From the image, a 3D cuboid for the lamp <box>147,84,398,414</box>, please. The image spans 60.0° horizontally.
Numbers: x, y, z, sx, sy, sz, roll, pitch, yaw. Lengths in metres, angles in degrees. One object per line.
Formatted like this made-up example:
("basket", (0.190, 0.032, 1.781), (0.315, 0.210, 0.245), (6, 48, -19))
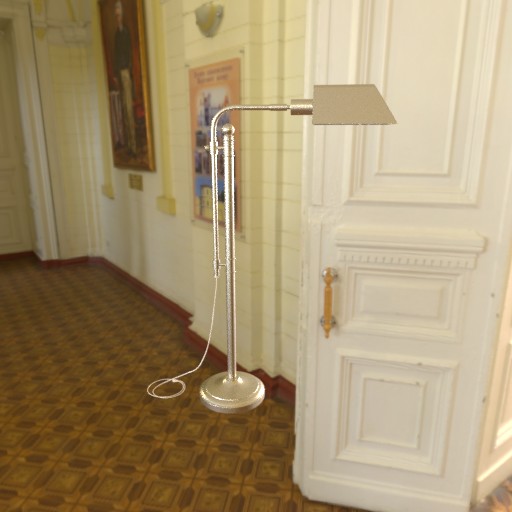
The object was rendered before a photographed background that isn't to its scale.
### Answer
("lamp", (0.000, 0.000, 0.983), (0.546, 0.708, 0.159), (2, 16, 9))
